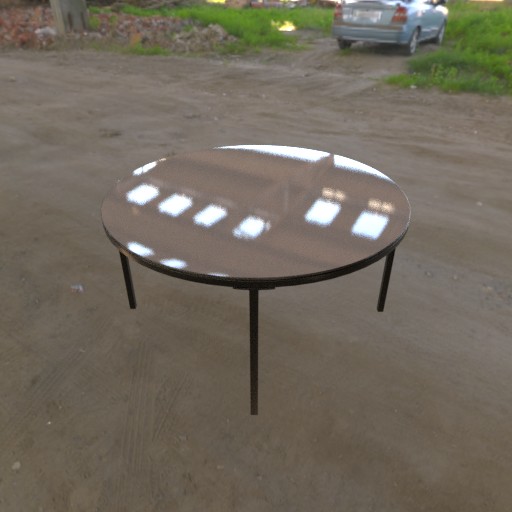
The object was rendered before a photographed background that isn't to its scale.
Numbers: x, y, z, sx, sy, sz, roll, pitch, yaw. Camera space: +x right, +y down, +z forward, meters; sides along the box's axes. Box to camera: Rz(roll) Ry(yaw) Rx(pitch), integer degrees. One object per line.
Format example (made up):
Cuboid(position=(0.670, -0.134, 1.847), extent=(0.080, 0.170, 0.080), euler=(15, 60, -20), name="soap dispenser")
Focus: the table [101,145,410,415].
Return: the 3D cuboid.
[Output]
Cuboid(position=(0.000, 0.000, 1.296), extent=(0.800, 0.400, 0.800), euler=(0, 32, 0), name="table")
